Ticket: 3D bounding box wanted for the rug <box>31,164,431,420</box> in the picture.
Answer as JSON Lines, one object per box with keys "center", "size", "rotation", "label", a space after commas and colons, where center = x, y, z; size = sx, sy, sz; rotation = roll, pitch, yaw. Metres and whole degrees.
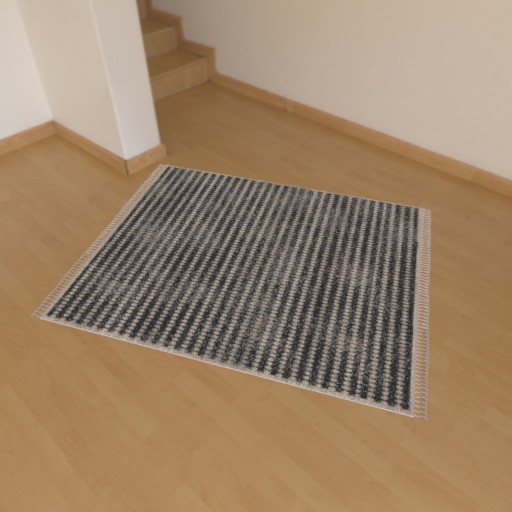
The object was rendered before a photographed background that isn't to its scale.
{"center": [0.000, 0.000, 3.854], "size": [2.910, 0.013, 2.256], "rotation": [12, 45, 12], "label": "rug"}
